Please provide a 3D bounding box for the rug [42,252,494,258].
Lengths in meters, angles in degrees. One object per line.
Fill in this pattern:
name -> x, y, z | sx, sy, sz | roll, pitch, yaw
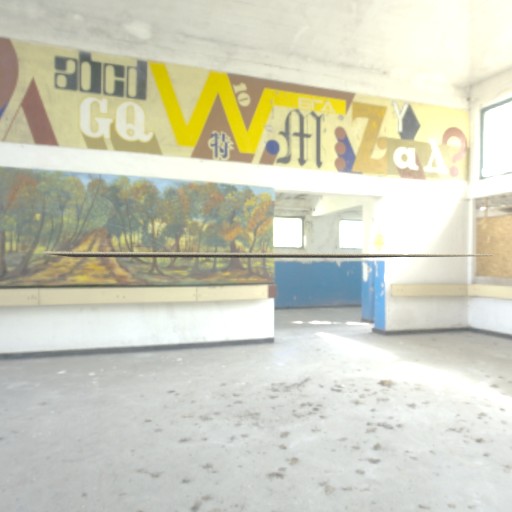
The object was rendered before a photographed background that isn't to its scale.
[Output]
rug -> 0.000, 0.000, 2.260 | 1.828, 0.007, 1.220 | 0, -1, -19
